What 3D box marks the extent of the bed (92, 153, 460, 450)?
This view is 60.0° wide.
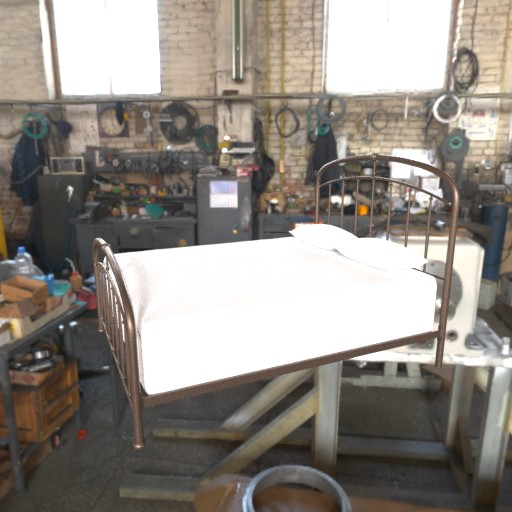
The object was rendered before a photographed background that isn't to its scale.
[{"bbox_3d":[0.000,0.000,3.282,2.168,1.475,1.711,-6,15,-24],"label":"bed"}]
